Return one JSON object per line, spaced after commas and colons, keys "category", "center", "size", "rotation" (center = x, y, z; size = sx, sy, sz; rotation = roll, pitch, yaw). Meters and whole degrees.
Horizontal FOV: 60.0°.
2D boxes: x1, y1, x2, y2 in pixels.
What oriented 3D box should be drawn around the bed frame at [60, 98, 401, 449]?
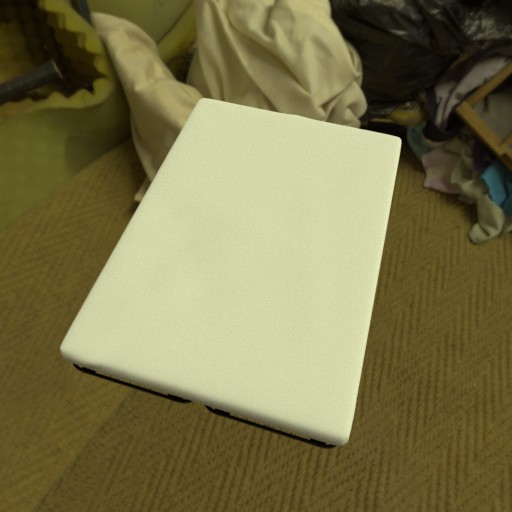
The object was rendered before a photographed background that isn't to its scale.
{"category": "bed frame", "center": [0.000, 0.000, 2.640], "size": [1.372, 0.637, 1.905], "rotation": [14, 59, 9]}
